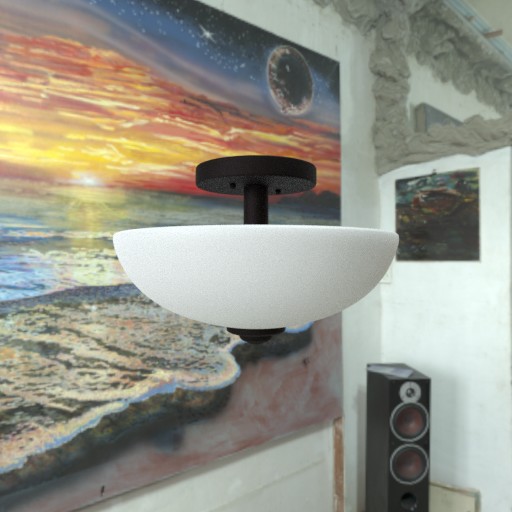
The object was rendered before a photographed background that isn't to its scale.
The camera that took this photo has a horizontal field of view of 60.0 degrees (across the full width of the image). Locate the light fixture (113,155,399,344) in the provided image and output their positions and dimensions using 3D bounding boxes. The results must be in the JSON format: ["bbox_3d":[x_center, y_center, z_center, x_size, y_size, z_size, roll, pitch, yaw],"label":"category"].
[{"bbox_3d":[0.000,0.000,0.539,0.331,0.212,0.331,0,-1,0],"label":"light fixture"}]
